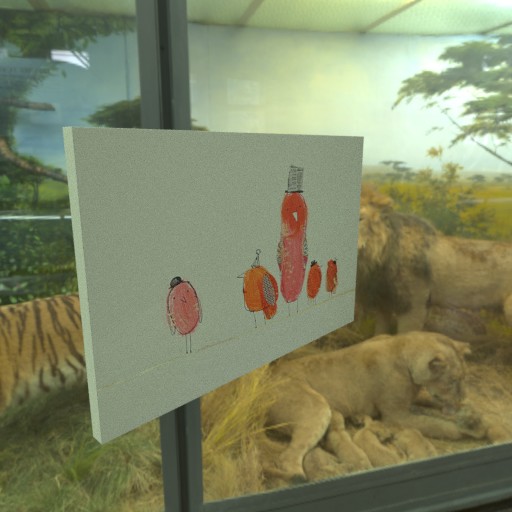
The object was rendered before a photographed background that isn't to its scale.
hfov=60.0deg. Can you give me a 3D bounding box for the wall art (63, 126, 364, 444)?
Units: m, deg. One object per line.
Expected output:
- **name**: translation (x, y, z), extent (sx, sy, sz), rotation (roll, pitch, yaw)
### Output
- **wall art**: translation (0.000, 0.000, 1.140), extent (0.038, 0.609, 0.914), rotation (13, 19, 43)
